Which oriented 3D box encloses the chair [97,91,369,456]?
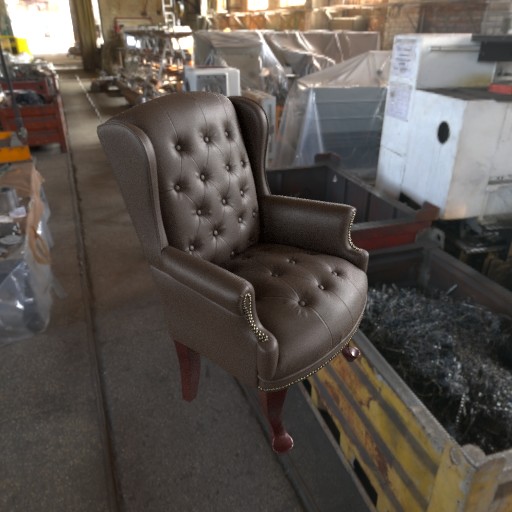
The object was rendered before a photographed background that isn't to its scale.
[{"bbox_3d":[0.000,0.000,1.685,0.819,1.132,0.829,17,32,30],"label":"chair"}]
